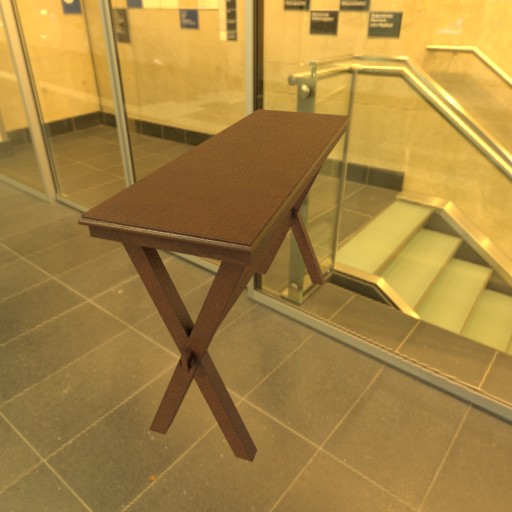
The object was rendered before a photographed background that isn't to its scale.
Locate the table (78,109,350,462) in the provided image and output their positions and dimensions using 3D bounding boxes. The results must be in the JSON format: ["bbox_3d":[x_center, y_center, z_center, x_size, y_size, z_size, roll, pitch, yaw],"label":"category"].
[{"bbox_3d":[0.000,0.000,1.578,0.399,0.763,1.197,10,31,17],"label":"table"}]
